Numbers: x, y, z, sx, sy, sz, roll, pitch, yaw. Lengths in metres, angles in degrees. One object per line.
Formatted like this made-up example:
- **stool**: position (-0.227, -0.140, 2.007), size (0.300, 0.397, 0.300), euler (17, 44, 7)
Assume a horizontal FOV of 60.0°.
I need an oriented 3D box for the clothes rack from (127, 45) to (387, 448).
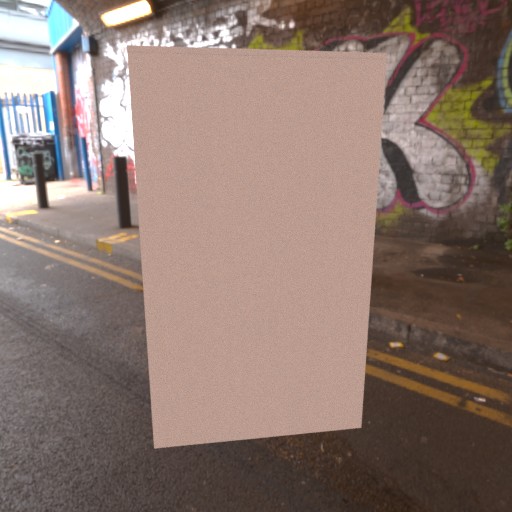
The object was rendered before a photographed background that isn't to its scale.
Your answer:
- **clothes rack**: position (0.000, 0.000, 1.542), size (0.750, 1.280, 0.250), euler (-2, 15, -8)
